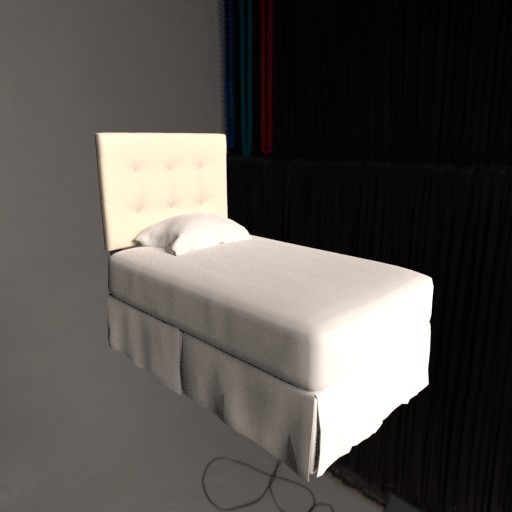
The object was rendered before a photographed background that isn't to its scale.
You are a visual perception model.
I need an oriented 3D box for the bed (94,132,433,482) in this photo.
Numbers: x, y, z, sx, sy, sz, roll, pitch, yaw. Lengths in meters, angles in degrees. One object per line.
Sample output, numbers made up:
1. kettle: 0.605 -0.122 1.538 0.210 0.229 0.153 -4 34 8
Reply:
1. bed: 0.000 0.000 2.911 1.997 1.571 1.261 14 20 43
